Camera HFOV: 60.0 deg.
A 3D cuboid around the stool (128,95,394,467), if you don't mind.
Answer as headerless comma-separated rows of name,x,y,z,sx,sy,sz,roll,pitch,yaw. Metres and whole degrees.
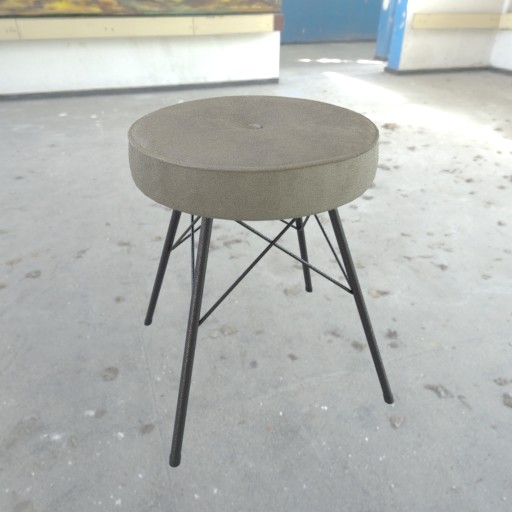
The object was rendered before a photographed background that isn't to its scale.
stool,0.000,0.000,0.864,0.457,0.538,0.423,-10,33,-16
